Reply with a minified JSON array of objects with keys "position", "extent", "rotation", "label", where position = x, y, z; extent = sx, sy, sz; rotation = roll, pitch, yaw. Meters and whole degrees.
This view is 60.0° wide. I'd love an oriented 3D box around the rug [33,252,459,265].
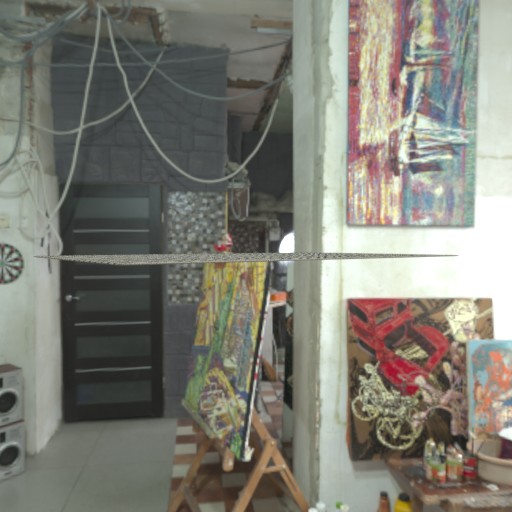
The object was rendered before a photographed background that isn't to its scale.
[{"position":[0.000,0.000,2.975],"extent":[2.438,0.008,1.523],"rotation":[-1,2,-37],"label":"rug"}]
